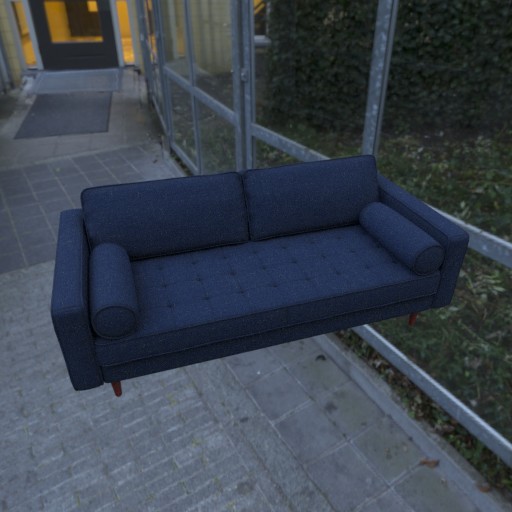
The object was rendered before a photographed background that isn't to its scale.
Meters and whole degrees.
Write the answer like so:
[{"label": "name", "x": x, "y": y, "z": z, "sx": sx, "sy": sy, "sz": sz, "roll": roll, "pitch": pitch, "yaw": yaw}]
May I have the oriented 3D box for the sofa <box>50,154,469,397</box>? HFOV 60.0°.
[{"label": "sofa", "x": 0.000, "y": 0.000, "z": 2.306, "sx": 1.880, "sy": 0.762, "sz": 0.914, "roll": -10, "pitch": 33, "yaw": -15}]
